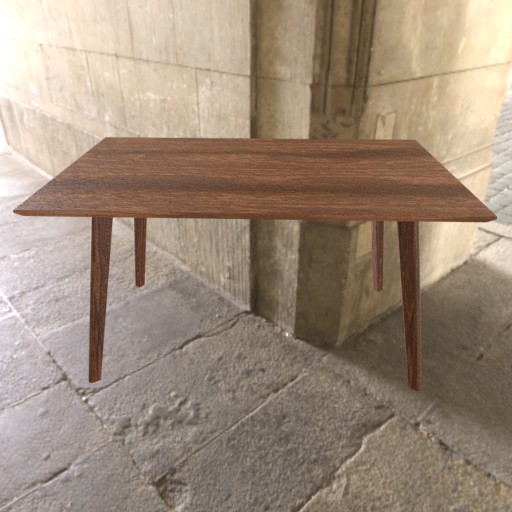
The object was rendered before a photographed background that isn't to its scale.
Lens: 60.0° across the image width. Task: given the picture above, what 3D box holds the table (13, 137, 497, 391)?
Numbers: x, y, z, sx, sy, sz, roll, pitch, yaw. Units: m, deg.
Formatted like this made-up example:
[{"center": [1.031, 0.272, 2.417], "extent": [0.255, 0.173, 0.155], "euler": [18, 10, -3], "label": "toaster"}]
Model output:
[{"center": [0.000, 0.000, 1.758], "extent": [1.349, 0.724, 0.801], "euler": [1, 29, 2], "label": "table"}]
